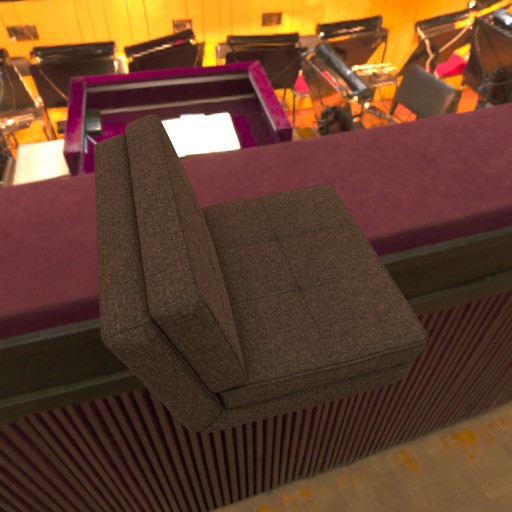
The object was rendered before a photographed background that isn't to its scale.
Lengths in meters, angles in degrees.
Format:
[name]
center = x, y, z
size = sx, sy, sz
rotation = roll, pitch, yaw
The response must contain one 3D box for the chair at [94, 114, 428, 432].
[chair]
center = 0.000, 0.000, 1.310
size = 0.800, 0.615, 0.740
rotation = -11, 47, -10
